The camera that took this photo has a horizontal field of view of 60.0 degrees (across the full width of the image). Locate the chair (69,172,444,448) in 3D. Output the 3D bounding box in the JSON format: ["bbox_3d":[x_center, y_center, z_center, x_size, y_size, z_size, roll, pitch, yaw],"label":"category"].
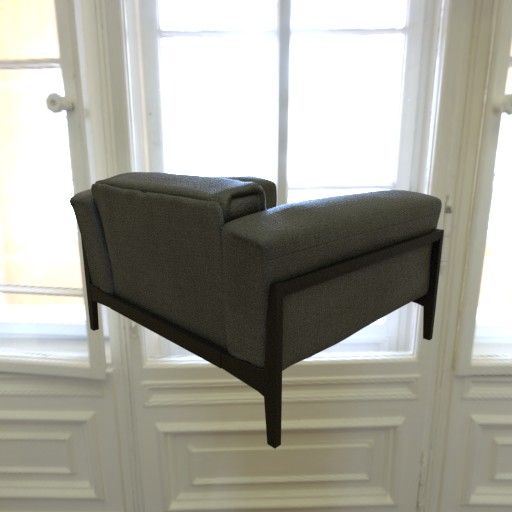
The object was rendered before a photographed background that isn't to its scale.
[{"bbox_3d":[0.000,0.000,1.689,0.969,0.646,1.056,-14,20,-43],"label":"chair"}]
